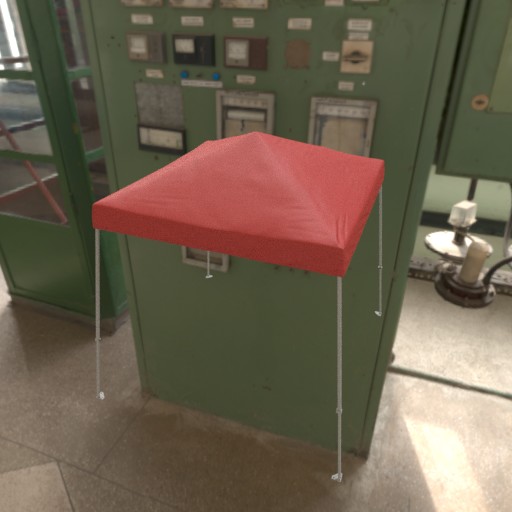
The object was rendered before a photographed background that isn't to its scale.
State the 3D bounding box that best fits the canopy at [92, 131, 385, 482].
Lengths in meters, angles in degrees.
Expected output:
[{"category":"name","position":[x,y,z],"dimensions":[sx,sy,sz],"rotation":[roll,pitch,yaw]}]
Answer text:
[{"category":"canopy","position":[0.000,0.000,6.465],"dimensions":[3.599,3.600,3.600],"rotation":[11,32,18]}]
